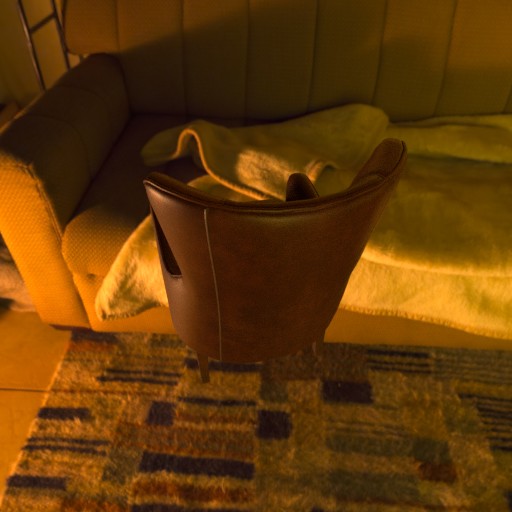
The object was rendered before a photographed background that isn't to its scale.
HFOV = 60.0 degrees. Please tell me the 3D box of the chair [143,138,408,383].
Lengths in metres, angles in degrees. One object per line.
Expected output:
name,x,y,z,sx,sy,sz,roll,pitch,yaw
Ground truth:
chair,0.000,0.000,1.613,0.692,1.048,0.914,-11,42,-13
